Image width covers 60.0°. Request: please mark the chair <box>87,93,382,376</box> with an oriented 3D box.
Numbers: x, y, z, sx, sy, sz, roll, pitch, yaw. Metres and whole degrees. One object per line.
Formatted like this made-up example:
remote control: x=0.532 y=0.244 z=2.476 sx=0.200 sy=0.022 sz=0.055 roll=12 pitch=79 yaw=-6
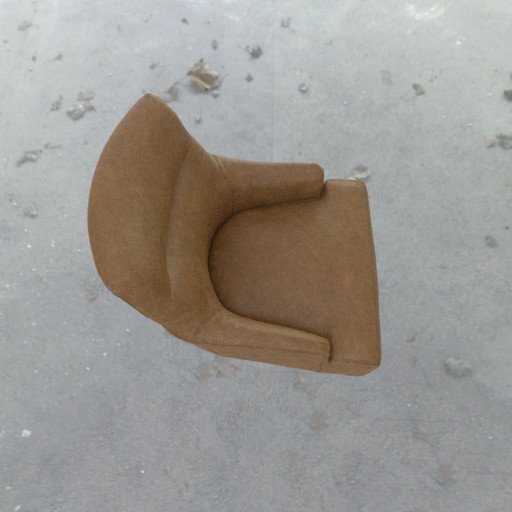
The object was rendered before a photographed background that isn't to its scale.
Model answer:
chair: x=0.000 y=0.000 z=1.541 sx=0.874 sy=0.869 sz=0.729 roll=2 pitch=64 yaw=1
